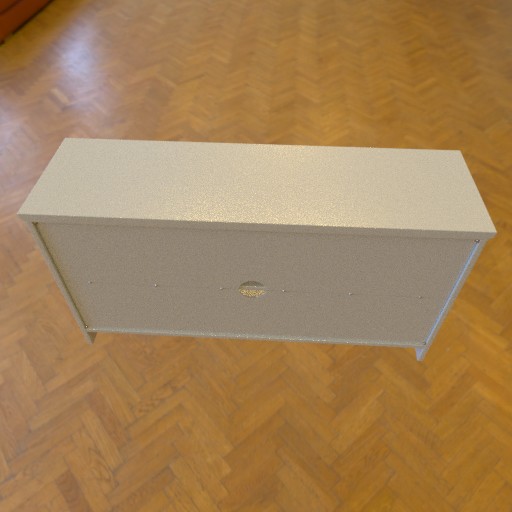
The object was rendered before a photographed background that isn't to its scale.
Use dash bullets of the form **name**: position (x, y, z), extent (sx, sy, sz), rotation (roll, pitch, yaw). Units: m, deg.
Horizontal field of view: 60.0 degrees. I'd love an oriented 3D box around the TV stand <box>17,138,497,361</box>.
- **TV stand**: position (0.000, 0.000, 1.412), extent (1.167, 0.603, 0.344), rotation (2, 47, 2)
